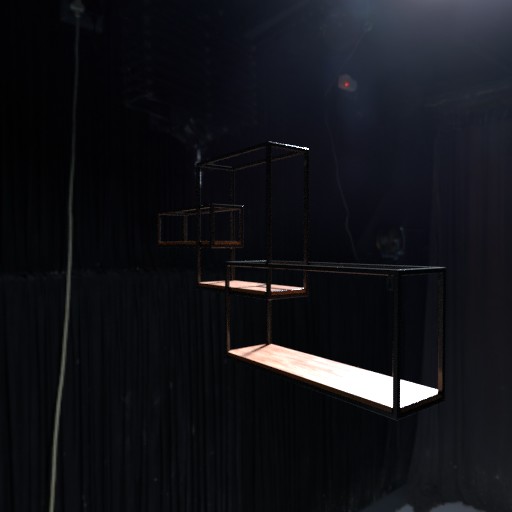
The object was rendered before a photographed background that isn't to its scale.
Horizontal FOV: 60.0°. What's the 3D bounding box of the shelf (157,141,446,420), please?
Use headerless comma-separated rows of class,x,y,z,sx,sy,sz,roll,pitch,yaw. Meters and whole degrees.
shelf,0.000,0.000,2.132,0.275,0.972,1.781,-1,1,-37
